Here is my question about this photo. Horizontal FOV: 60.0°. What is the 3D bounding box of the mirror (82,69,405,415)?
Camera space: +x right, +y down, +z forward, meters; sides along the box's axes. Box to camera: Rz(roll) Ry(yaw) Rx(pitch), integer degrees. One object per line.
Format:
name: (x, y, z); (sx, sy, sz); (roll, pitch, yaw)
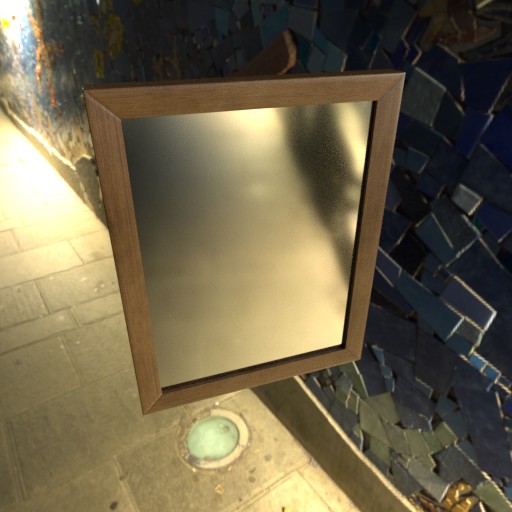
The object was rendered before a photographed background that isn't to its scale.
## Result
mirror: (0.000, 0.000, 0.673); (0.405, 0.508, 0.041); (-10, 31, -16)
